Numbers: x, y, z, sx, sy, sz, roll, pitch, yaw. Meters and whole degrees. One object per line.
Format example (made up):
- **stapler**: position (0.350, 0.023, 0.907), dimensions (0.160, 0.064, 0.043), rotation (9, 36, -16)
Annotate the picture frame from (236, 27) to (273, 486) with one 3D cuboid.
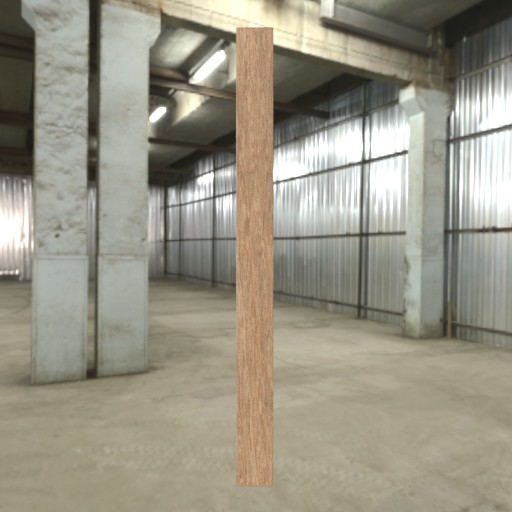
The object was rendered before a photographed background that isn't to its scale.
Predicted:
- **picture frame**: position (0.000, 0.000, 0.720), dimensions (0.043, 0.526, 0.424), rotation (0, 1, 0)
